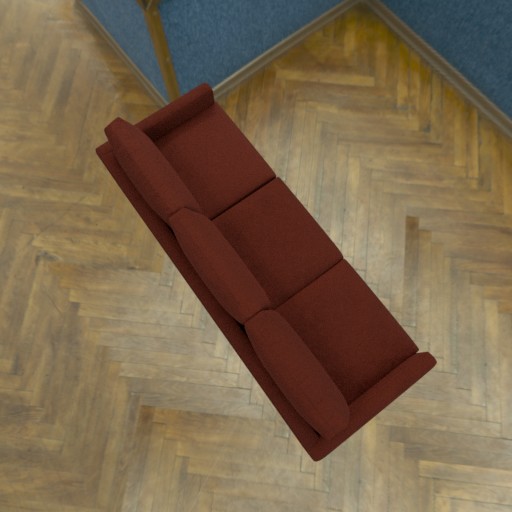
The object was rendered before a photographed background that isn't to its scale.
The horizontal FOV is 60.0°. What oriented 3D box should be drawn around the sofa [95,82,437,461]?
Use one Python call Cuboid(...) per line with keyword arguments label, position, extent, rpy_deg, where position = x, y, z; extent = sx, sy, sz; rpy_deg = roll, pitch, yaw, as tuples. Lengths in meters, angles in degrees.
Cuboid(label="sofa", position=(0.000, 0.000, 2.745), extent=(0.875, 0.879, 2.252), rpy_deg=(-35, 77, -10))
